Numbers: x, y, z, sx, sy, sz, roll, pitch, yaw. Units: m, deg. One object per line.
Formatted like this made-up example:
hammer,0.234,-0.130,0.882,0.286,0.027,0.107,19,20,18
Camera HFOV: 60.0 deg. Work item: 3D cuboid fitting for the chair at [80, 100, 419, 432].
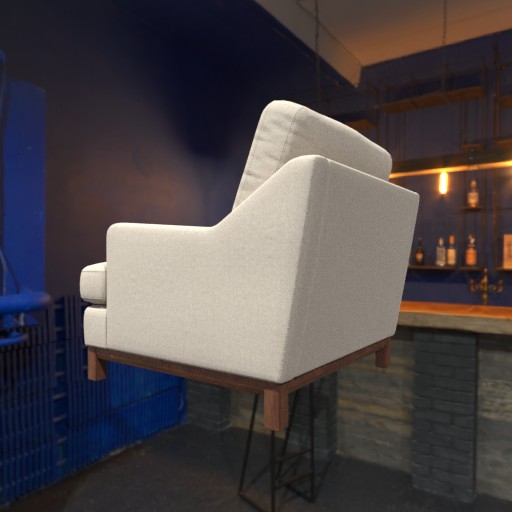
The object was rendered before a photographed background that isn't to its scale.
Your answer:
chair,0.000,0.000,1.719,1.001,0.916,0.912,0,0,36
